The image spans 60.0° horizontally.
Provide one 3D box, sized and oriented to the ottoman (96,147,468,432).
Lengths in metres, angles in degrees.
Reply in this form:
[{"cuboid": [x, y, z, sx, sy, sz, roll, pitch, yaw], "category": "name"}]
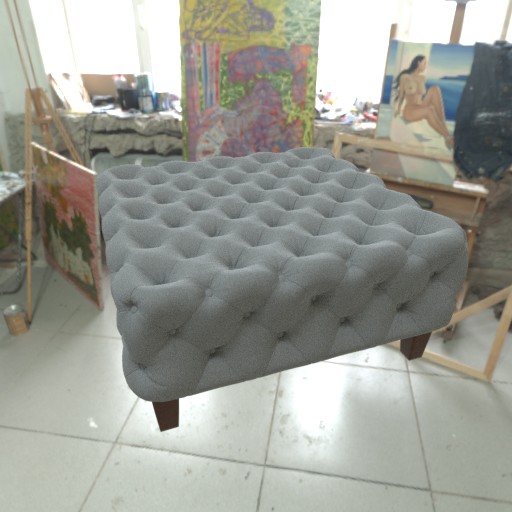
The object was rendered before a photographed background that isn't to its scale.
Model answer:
[{"cuboid": [0.000, 0.000, 1.433, 0.917, 0.439, 0.911, -10, 31, -17], "category": "ottoman"}]
